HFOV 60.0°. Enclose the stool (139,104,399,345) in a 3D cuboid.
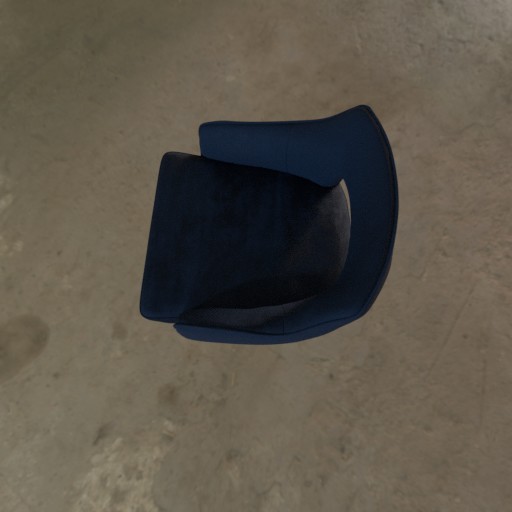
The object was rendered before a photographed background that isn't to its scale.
[{"bbox_3d":[0.000,0.000,1.340,0.560,1.041,0.550,5,76,1],"label":"stool"}]
